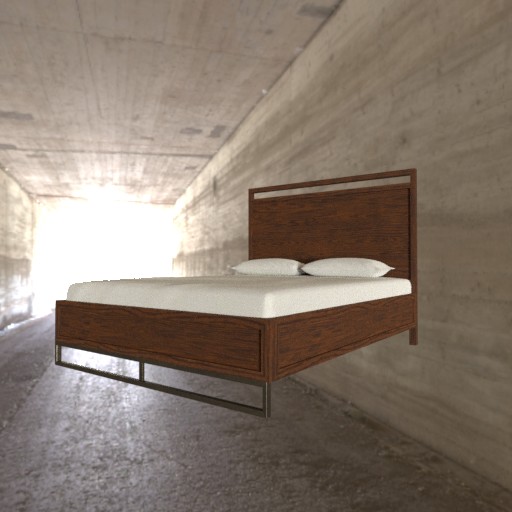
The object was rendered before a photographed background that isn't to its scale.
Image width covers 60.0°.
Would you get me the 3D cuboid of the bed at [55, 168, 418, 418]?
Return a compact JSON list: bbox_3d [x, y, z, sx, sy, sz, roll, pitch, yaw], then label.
[{"bbox_3d":[0.000,0.000,3.386,1.765,1.487,2.218,-1,-1,36],"label":"bed"}]
